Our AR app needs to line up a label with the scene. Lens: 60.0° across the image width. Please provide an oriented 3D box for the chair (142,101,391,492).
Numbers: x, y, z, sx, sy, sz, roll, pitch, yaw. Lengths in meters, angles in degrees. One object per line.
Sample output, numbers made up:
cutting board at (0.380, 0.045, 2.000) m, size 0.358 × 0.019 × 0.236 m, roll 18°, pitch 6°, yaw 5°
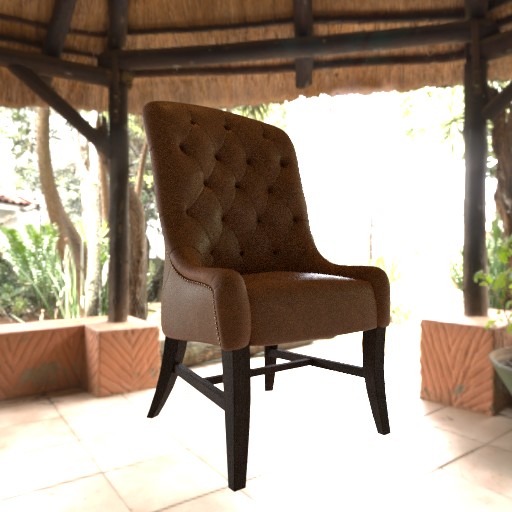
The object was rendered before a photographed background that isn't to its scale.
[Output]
chair at (0.000, 0.000, 1.443) m, size 0.634 × 1.091 × 0.629 m, roll 0°, pitch 0°, yaw -36°
